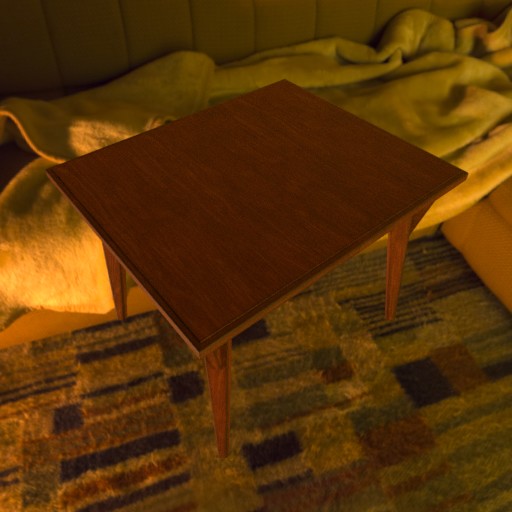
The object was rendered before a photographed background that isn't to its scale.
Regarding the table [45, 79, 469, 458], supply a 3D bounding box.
[{"bbox_3d":[0.000,0.000,1.625,0.991,0.761,0.838,-31,53,-26],"label":"table"}]
